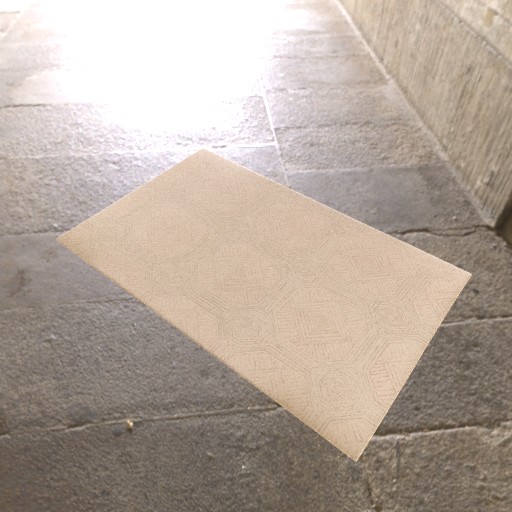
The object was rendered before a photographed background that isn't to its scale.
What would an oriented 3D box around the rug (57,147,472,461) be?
[{"bbox_3d":[0.000,0.000,3.047,2.440,0.008,1.524,30,53,26],"label":"rug"}]
